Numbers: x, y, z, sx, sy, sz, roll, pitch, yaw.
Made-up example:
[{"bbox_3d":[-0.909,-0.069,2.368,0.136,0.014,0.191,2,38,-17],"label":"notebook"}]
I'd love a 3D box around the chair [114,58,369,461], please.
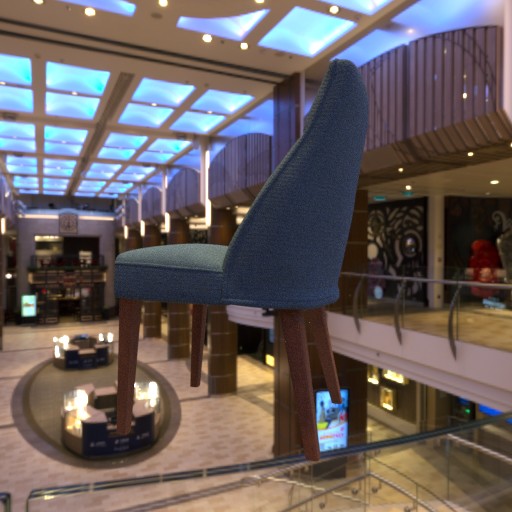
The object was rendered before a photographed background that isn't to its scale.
[{"bbox_3d":[0.000,0.000,1.268,0.620,0.930,0.500,0,1,18],"label":"chair"}]
